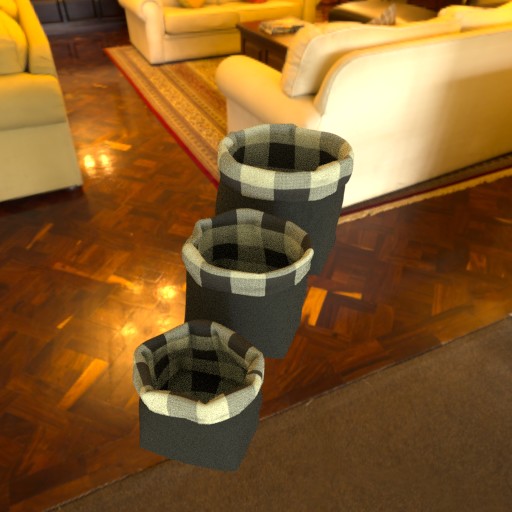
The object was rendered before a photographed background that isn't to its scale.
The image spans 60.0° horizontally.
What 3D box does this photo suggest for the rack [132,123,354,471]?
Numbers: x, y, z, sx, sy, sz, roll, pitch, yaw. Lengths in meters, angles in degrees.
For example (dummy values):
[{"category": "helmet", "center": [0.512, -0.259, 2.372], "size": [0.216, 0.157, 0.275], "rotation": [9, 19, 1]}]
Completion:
[{"category": "rack", "center": [0.000, 0.000, 1.064], "size": [0.370, 0.329, 0.889], "rotation": [10, 40, 12]}]
